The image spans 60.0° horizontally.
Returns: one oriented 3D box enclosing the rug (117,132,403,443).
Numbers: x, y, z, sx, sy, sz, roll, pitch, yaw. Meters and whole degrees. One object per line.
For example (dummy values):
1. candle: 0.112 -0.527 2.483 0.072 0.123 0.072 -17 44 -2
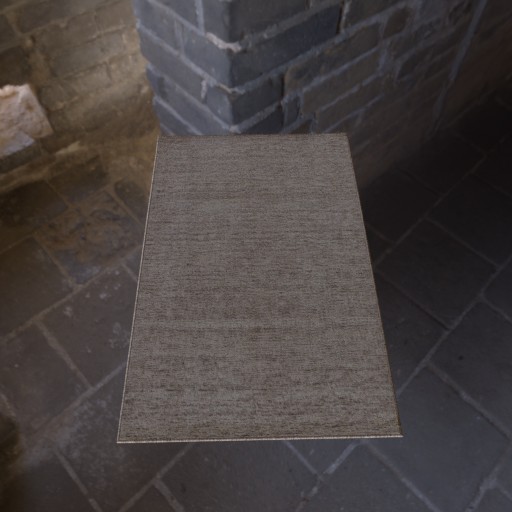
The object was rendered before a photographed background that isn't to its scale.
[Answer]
1. rug: 0.000 0.000 2.348 1.211 0.018 1.822 -1 58 -1
